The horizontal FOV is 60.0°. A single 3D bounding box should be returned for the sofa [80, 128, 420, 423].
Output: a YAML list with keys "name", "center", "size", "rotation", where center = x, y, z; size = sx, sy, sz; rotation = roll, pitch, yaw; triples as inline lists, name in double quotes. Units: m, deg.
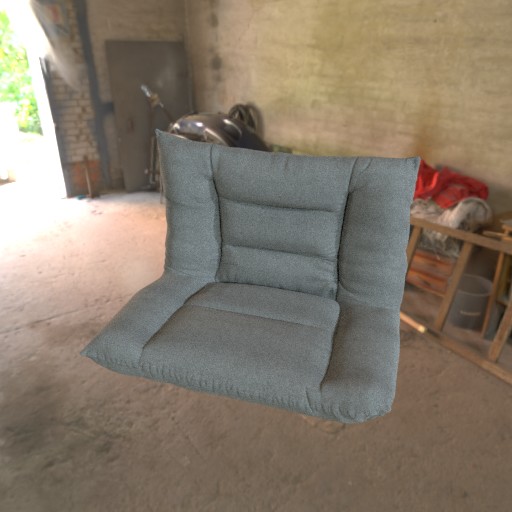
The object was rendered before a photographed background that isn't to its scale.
- name: "sofa"
  center: [0.000, 0.000, 1.708]
  size: [1.144, 0.795, 0.847]
  rotation: [8, 27, 16]
